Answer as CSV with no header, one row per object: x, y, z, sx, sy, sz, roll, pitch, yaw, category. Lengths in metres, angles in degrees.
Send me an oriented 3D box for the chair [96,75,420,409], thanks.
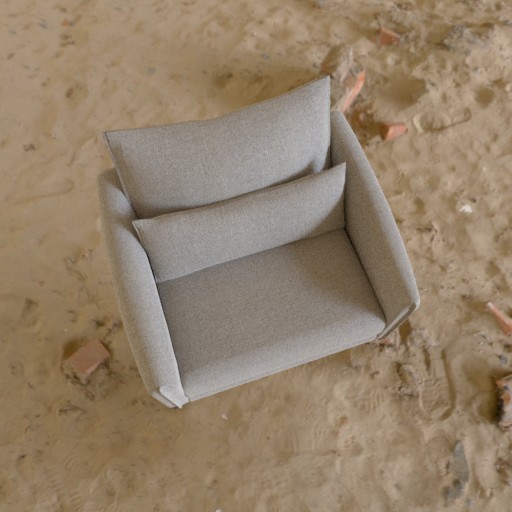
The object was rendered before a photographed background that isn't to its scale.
0.000,0.000,1.655,1.029,0.856,0.801,-17,65,-8,chair
